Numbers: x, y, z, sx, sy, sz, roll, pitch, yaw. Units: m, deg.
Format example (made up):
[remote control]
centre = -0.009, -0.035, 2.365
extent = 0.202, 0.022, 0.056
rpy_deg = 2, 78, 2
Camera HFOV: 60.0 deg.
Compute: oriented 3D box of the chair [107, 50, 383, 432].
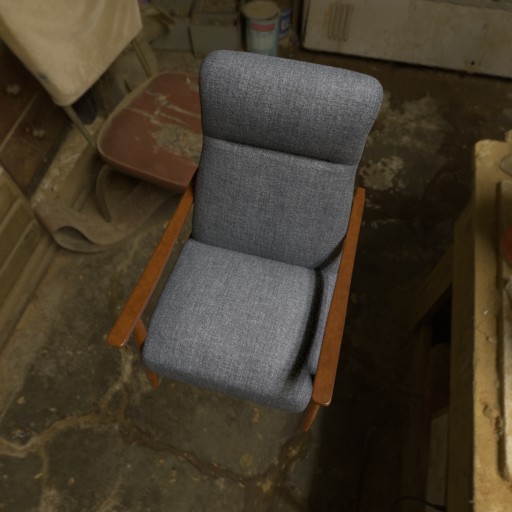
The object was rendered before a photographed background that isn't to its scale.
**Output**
[chair]
centre = 0.000, 0.000, 1.756
extent = 0.762, 1.082, 1.030
rpy_deg = 13, 60, 8
